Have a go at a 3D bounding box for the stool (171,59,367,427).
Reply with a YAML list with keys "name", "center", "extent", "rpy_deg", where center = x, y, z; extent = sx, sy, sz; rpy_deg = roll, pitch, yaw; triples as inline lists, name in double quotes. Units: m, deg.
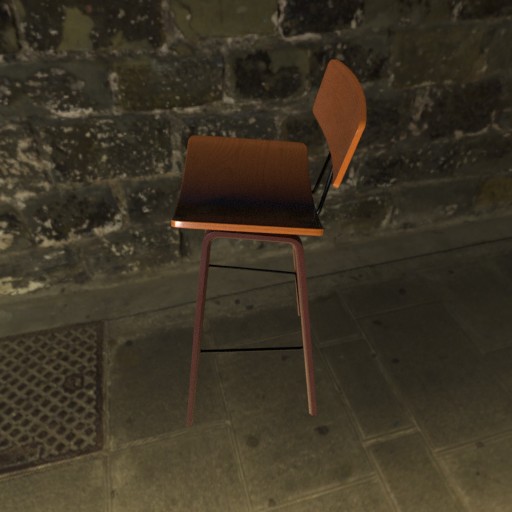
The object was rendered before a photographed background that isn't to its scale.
- name: "stool"
  center: [0.000, 0.000, 1.254]
  extent: [0.440, 0.969, 0.509]
  rpy_deg: [-1, 42, -1]
